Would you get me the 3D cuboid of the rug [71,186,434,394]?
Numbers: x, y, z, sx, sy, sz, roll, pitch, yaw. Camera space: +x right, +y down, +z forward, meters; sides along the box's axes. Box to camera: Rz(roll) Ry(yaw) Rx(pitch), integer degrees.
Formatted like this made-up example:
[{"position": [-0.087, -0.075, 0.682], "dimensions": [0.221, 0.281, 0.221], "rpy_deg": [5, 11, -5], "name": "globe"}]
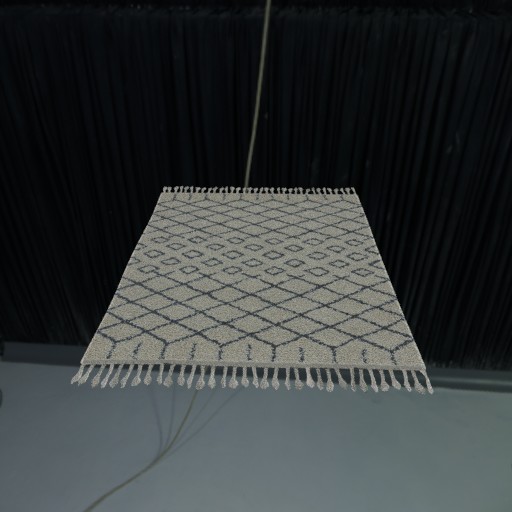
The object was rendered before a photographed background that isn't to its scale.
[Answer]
[{"position": [0.000, 0.000, 4.223], "dimensions": [2.388, 0.030, 3.213], "rpy_deg": [1, 33, 1], "name": "rug"}]
